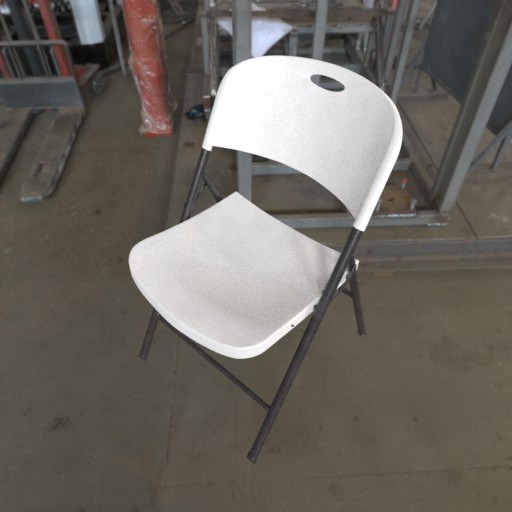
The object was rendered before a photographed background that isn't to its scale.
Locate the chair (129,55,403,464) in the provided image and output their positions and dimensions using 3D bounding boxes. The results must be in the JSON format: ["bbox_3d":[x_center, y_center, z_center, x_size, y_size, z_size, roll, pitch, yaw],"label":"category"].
[{"bbox_3d":[0.000,0.000,1.139,0.494,0.810,0.566,33,54,28],"label":"chair"}]
